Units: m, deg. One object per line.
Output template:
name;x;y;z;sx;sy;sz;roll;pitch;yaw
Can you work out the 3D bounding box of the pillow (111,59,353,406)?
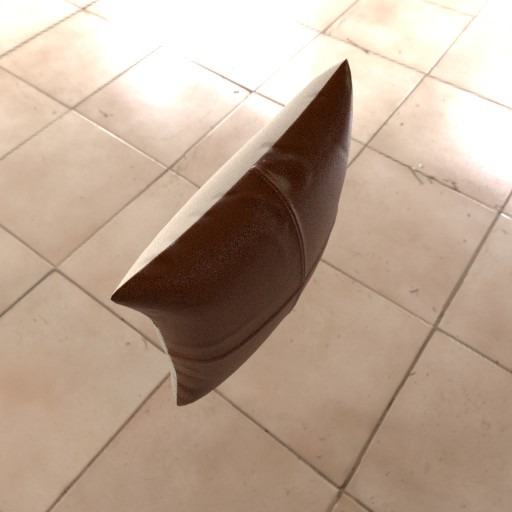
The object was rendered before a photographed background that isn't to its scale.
pillow;0.000;0.000;0.767;0.192;0.477;0.501;31;63;18
